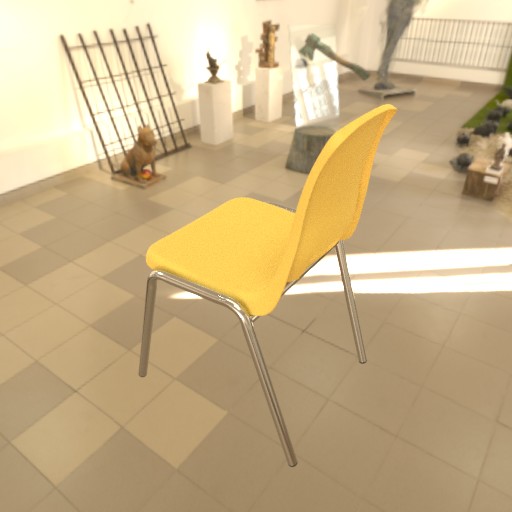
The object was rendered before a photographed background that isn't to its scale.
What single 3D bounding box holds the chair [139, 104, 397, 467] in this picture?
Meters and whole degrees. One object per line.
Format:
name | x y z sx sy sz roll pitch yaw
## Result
chair | 0.000 0.000 0.922 0.436 0.653 0.381 21 38 29
